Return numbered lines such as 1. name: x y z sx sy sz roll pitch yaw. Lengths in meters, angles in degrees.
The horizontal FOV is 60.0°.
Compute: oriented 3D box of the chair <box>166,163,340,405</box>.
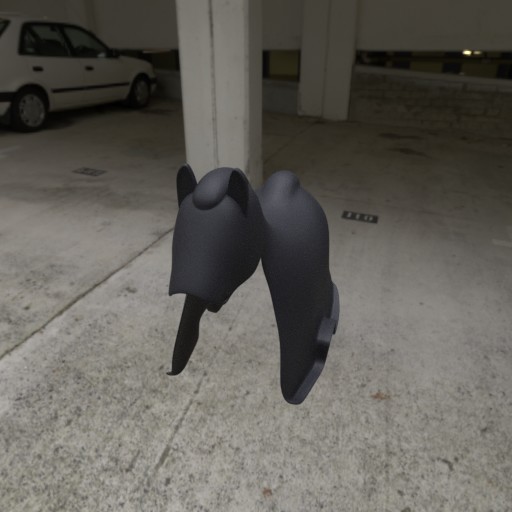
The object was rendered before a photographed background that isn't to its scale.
1. chair: 0.000 0.000 1.170 0.429 0.612 0.800 8 27 16
